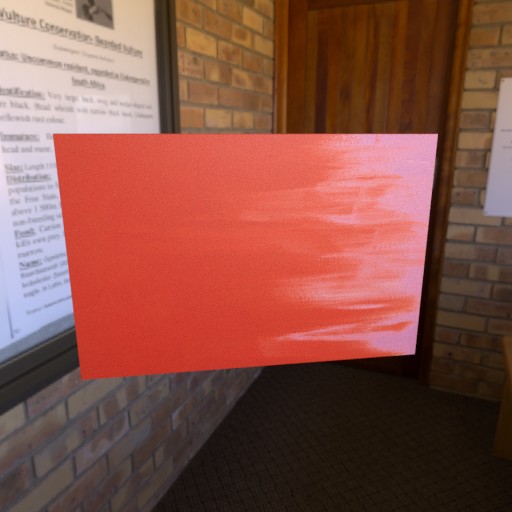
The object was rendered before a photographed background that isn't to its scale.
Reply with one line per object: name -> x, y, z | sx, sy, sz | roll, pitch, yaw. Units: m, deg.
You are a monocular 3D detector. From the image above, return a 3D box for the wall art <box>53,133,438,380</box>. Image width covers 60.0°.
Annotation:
wall art -> 0.000, 0.000, 0.761 | 0.607, 0.405, 0.033 | -2, 15, -8
